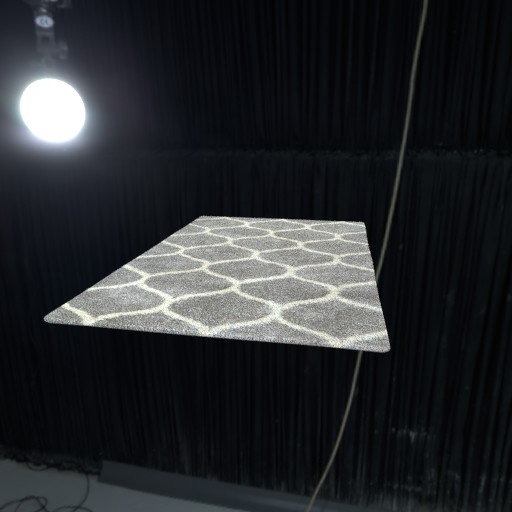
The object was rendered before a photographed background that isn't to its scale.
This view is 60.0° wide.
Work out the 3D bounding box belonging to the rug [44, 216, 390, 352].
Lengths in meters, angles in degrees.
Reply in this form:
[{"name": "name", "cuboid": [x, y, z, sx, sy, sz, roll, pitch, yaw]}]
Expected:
[{"name": "rug", "cuboid": [0.000, 0.000, 2.946, 1.501, 0.025, 2.348, 3, 17, 10]}]
